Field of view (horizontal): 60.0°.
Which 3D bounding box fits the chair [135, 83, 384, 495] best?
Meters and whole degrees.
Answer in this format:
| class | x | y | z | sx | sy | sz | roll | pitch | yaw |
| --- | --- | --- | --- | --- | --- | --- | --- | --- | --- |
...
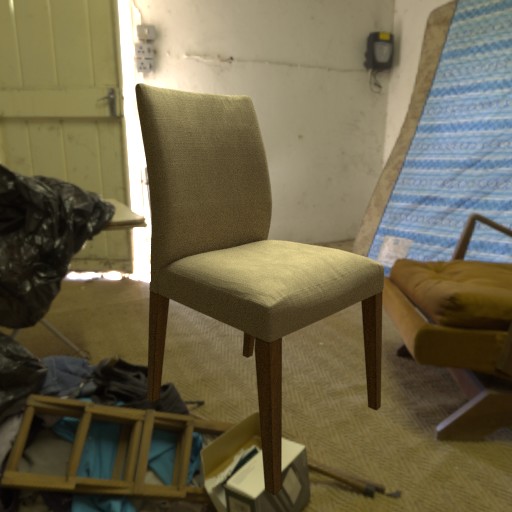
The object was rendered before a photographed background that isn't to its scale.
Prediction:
| class | x | y | z | sx | sy | sz | roll | pitch | yaw |
| --- | --- | --- | --- | --- | --- | --- | --- | --- | --- |
| chair | 0.000 | 0.000 | 1.271 | 0.585 | 0.940 | 0.496 | 13 | 19 | 42 |
